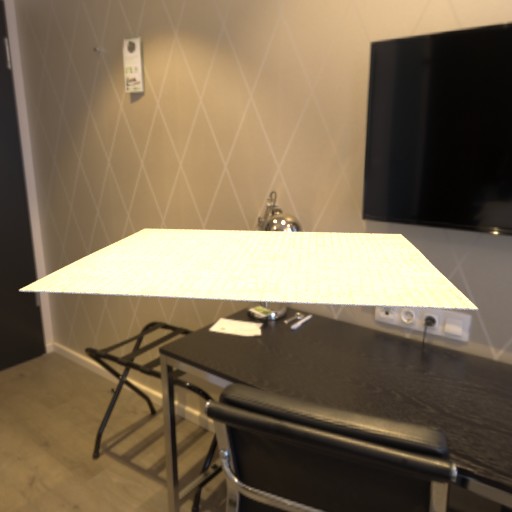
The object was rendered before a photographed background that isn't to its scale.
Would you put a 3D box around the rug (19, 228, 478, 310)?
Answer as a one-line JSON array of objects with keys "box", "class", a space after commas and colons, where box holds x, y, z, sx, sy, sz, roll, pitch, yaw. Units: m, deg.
[{"box": [0.000, 0.000, 4.072, 3.061, 0.014, 2.447, 2, 14, 7], "class": "rug"}]
